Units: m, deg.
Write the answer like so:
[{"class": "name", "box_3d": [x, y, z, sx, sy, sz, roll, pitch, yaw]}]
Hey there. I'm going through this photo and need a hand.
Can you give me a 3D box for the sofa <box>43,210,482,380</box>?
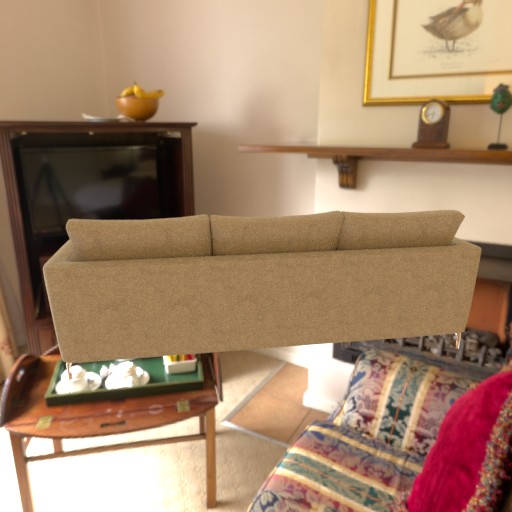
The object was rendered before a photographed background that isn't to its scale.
[{"class": "sofa", "box_3d": [0.000, 0.000, 3.161, 2.438, 0.864, 1.626, -3, 16, -9]}]
